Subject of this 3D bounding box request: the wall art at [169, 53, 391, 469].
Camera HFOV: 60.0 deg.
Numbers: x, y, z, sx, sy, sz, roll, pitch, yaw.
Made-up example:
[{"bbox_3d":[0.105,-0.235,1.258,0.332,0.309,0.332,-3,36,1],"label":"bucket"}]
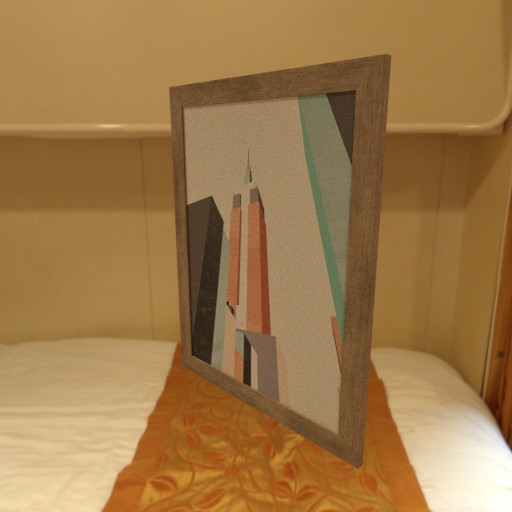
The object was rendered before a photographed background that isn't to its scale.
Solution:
[{"bbox_3d":[0.000,0.000,0.897,0.018,0.686,0.534,-14,20,-43],"label":"wall art"}]
